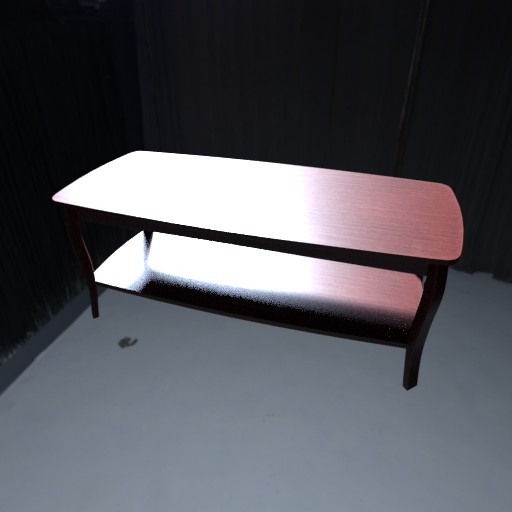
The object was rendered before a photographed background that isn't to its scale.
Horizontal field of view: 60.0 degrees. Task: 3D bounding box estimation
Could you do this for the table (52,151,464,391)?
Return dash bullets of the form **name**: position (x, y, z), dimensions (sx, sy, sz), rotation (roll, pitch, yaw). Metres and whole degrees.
- **table**: position (0.000, 0.000, 1.524), dimensions (1.216, 0.473, 0.561), rotation (9, 32, 15)
